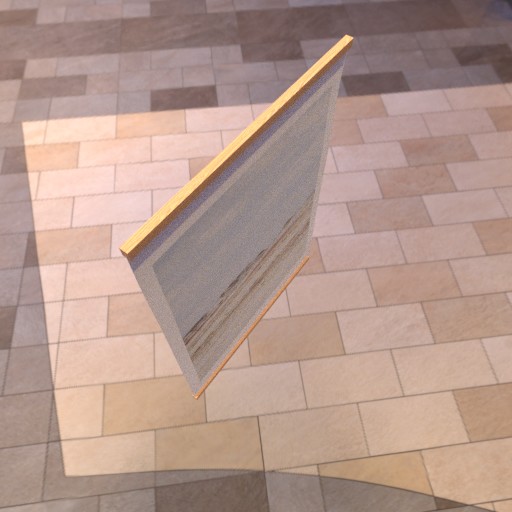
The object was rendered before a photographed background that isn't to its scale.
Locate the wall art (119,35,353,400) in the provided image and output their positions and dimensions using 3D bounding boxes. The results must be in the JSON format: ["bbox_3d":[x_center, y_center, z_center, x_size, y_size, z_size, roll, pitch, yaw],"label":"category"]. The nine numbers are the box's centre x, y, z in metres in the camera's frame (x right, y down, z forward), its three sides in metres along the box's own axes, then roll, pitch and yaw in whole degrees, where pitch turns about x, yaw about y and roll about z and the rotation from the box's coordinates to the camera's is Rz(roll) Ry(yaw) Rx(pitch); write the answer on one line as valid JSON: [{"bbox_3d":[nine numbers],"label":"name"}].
[{"bbox_3d":[0.000,0.000,1.323,0.020,1.016,0.739,33,64,18],"label":"wall art"}]
